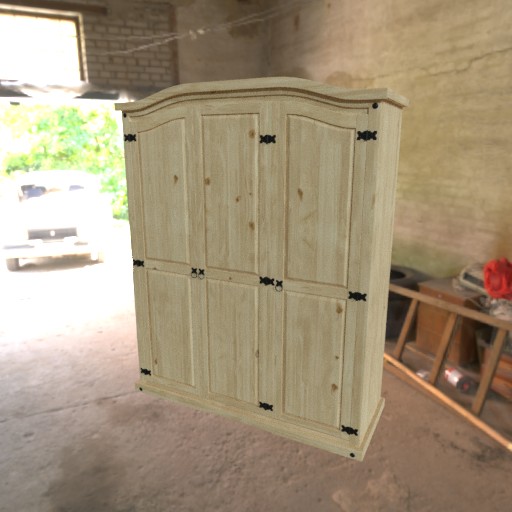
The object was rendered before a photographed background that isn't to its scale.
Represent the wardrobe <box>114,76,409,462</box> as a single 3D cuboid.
[{"bbox_3d":[0.000,0.000,2.604,1.500,1.870,0.570,7,16,26],"label":"wardrobe"}]
